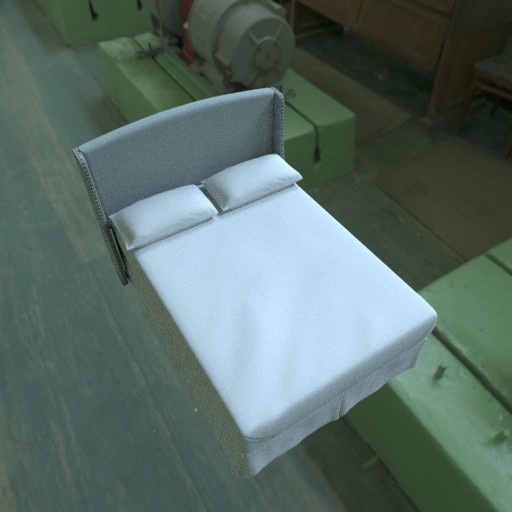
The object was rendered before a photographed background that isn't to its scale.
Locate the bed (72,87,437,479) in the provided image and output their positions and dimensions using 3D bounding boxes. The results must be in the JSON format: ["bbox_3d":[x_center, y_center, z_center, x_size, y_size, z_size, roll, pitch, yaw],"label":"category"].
[{"bbox_3d":[0.000,0.000,3.278,1.710,1.407,2.237,-25,52,-21],"label":"bed"}]
